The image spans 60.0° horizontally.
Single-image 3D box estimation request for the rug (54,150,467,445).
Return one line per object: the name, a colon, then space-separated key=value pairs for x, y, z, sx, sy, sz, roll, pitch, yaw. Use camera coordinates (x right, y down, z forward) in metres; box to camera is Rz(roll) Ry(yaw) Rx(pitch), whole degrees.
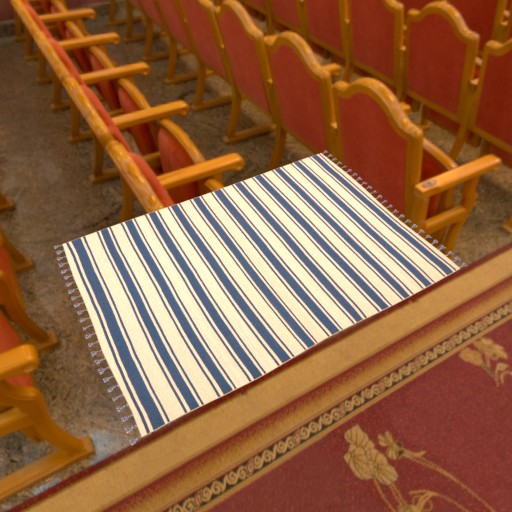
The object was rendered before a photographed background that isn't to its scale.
rug: x=0.000 y=0.000 z=2.947 sx=2.315 sy=0.010 sz=1.544 roll=-23 pitch=51 yaw=-20
